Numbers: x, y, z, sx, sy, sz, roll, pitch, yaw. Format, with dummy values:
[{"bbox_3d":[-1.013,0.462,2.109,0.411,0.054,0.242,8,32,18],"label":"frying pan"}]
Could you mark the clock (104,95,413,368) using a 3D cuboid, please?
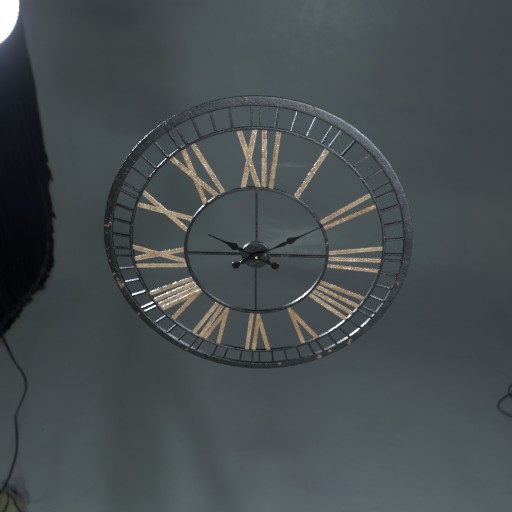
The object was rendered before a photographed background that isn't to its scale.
[{"bbox_3d":[0.000,0.000,1.224,0.843,0.843,0.025,1,30,2],"label":"clock"}]
